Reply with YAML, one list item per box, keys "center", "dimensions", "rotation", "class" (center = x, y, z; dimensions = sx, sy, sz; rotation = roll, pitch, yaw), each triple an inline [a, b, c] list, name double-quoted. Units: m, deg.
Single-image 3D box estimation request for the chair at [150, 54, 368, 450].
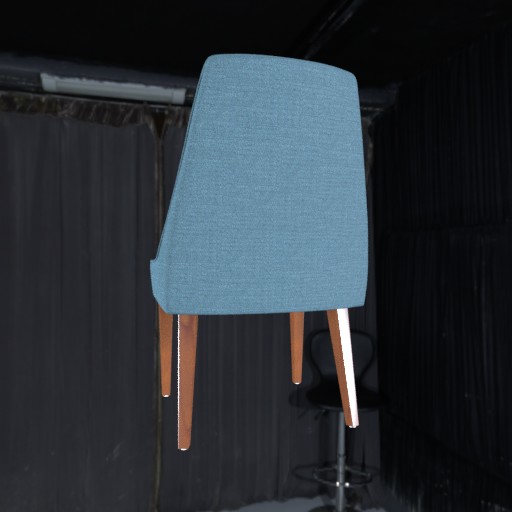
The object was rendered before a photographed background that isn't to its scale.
- center: [0.000, 0.000, 1.204]
  dimensions: [0.529, 0.861, 0.544]
  rotation: [0, 1, -17]
  class: "chair"
